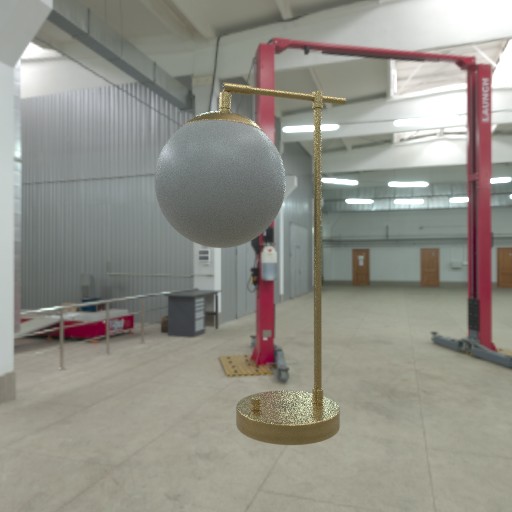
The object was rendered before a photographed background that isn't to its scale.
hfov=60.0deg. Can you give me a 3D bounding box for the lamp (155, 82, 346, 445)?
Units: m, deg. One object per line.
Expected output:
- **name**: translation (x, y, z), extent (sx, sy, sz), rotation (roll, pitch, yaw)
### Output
- **lamp**: translation (0.000, 0.000, 0.723), extent (0.324, 0.559, 0.207), rotation (0, -1, -17)
